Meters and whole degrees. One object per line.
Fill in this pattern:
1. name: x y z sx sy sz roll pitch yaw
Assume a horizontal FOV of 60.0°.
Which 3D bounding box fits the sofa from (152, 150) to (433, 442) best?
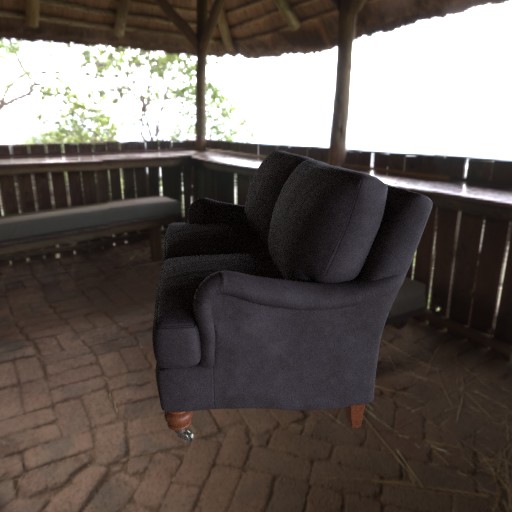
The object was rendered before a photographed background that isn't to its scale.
1. sofa: 0.000 0.000 2.548 1.084 1.101 1.853 -3 17 -9
